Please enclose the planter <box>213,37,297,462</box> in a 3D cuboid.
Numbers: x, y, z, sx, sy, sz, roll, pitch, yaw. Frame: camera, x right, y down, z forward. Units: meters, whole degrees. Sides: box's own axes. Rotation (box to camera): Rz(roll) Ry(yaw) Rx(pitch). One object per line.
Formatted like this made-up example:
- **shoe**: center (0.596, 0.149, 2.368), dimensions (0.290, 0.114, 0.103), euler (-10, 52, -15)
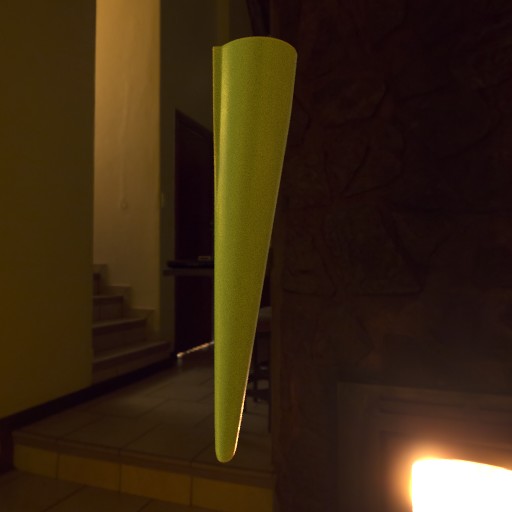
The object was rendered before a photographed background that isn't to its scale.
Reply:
- **planter**: center (0.000, 0.000, 0.293), dimensions (0.055, 0.268, 0.054), euler (0, -2, 0)
